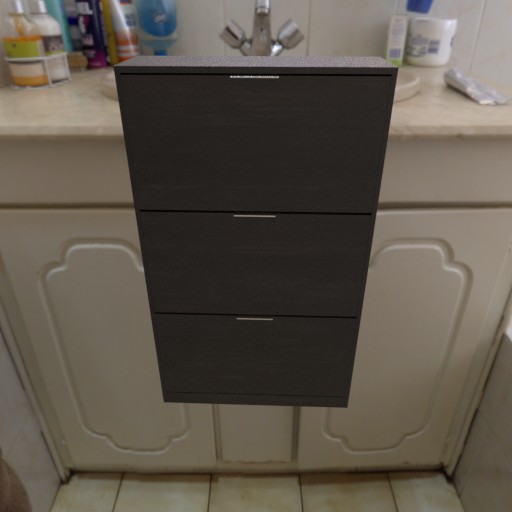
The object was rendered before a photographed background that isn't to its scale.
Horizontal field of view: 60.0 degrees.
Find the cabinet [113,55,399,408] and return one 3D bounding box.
[{"bbox_3d":[0.000,0.000,1.581,0.750,1.280,0.250,1,30,2],"label":"cabinet"}]
